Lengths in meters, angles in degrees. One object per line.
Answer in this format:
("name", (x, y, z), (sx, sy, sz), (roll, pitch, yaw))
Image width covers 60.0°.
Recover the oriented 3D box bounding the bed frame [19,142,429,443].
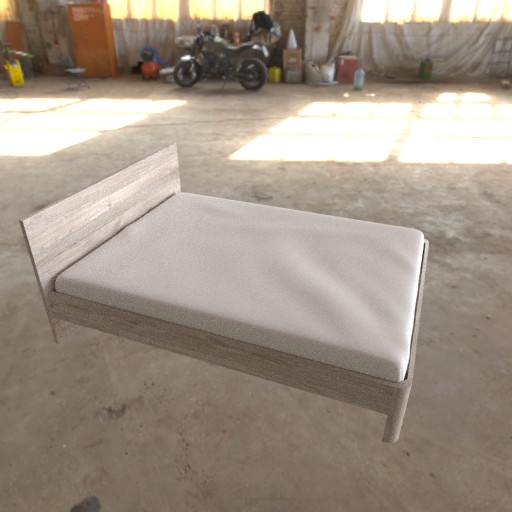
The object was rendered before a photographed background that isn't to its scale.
("bed frame", (0.000, 0.000, 2.699), (1.950, 0.800, 1.490), (11, 32, 19))
